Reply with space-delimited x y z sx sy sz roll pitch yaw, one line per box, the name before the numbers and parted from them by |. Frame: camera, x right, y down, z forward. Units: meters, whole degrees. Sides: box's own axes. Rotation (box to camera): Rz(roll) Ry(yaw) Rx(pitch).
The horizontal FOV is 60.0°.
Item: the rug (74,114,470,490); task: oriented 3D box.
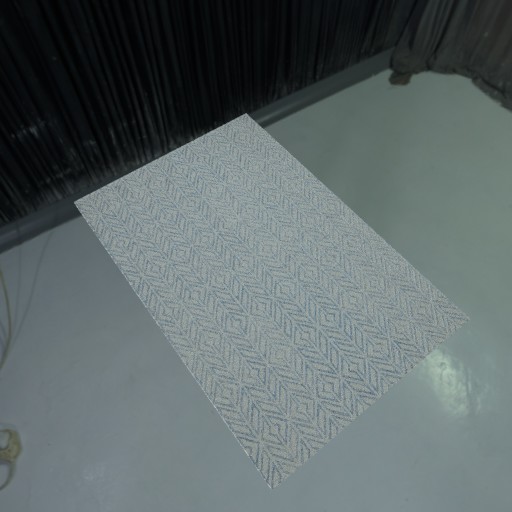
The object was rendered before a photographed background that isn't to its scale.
rug | 0.000 0.000 2.338 1.220 0.008 1.824 -33 64 -18
